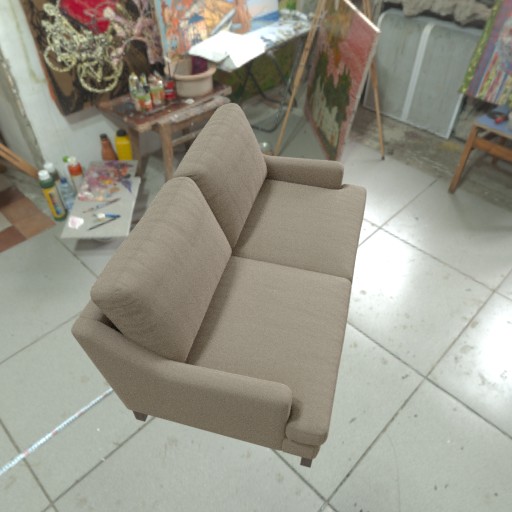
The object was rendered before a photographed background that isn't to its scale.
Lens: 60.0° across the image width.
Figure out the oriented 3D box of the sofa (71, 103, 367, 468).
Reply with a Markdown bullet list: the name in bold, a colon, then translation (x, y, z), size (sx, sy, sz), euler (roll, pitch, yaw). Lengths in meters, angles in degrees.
- **sofa**: translation (0.000, 0.000, 2.252), size (1.004, 0.910, 1.619), euler (11, 46, 11)
